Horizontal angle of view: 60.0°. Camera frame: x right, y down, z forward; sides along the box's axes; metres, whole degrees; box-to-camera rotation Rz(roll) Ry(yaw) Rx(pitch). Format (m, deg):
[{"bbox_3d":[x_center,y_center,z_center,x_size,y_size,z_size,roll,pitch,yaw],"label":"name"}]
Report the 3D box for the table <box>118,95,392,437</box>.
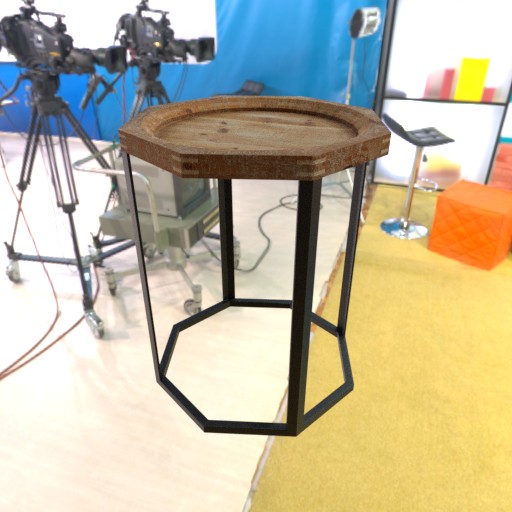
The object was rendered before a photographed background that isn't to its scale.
[{"bbox_3d":[0.000,0.000,0.894,0.458,0.543,0.458,-10,31,-17],"label":"table"}]
